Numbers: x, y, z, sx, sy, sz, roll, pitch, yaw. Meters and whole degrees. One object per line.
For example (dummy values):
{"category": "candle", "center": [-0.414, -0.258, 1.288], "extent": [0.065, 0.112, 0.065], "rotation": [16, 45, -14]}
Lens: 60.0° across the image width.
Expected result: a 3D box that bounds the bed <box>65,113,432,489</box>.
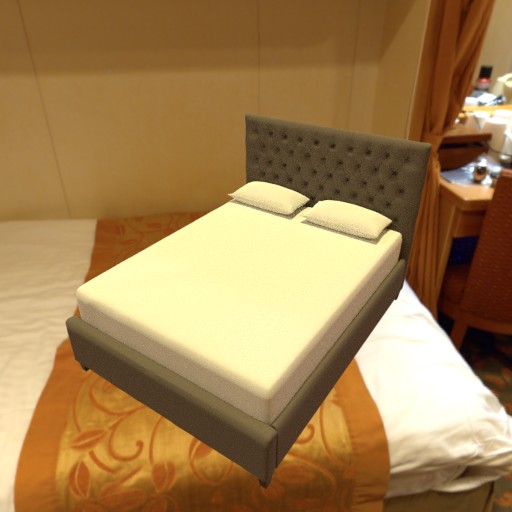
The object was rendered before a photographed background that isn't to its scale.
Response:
{"category": "bed", "center": [0.000, 0.000, 3.277], "extent": [1.696, 1.426, 2.233], "rotation": [20, 36, 29]}
